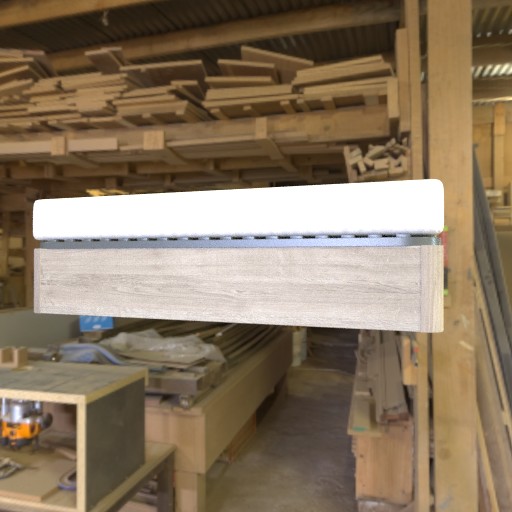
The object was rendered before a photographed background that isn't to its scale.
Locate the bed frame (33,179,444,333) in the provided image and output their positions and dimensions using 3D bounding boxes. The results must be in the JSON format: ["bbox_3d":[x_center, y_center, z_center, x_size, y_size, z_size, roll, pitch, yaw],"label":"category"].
[{"bbox_3d":[0.000,0.000,2.539,1.900,0.561,1.400,0,0,18],"label":"bed frame"}]
